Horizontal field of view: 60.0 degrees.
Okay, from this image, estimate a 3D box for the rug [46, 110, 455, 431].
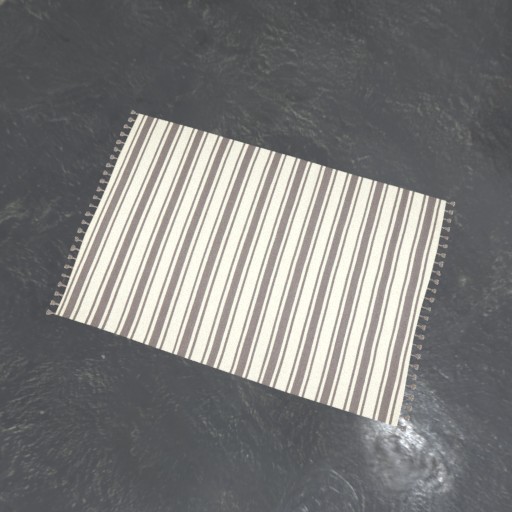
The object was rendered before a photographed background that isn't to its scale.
[{"bbox_3d":[0.000,0.000,2.977,2.425,0.014,1.563,17,76,4],"label":"rug"}]
